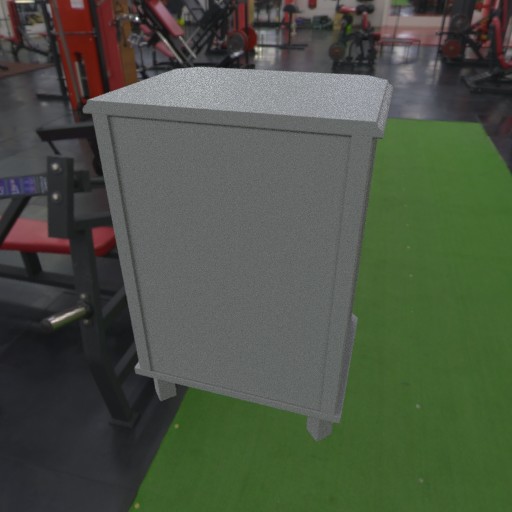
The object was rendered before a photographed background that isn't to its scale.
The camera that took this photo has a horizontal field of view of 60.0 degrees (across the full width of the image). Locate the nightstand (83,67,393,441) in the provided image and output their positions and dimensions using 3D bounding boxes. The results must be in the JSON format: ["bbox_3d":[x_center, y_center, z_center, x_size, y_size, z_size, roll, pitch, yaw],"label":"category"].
[{"bbox_3d":[0.000,0.000,0.936,0.450,0.680,0.350,9,33,14],"label":"nightstand"}]
